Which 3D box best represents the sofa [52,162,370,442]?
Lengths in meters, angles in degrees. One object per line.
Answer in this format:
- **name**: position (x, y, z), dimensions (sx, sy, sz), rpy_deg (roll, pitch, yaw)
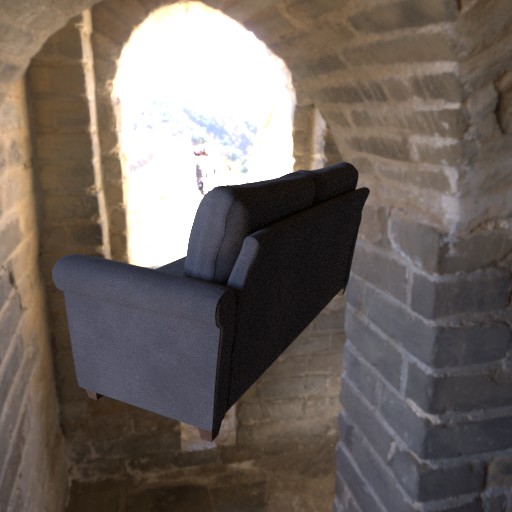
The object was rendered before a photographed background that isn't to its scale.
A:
- **sofa**: position (0.000, 0.000, 2.425), dimensions (0.842, 0.942, 1.935), rpy_deg (8, 17, 26)
